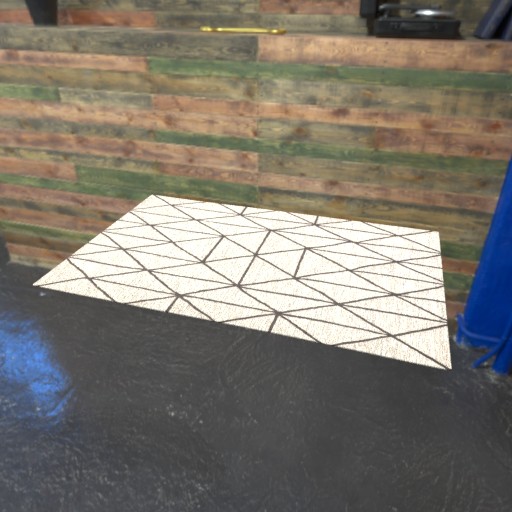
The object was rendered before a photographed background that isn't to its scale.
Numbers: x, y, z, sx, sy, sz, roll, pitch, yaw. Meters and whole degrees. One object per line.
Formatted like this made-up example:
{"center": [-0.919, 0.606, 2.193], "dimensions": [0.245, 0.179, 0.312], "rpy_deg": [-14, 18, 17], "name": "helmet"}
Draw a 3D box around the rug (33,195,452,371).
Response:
{"center": [0.000, 0.000, 3.092], "dimensions": [2.465, 0.008, 1.526], "rpy_deg": [9, 32, 15], "name": "rug"}
